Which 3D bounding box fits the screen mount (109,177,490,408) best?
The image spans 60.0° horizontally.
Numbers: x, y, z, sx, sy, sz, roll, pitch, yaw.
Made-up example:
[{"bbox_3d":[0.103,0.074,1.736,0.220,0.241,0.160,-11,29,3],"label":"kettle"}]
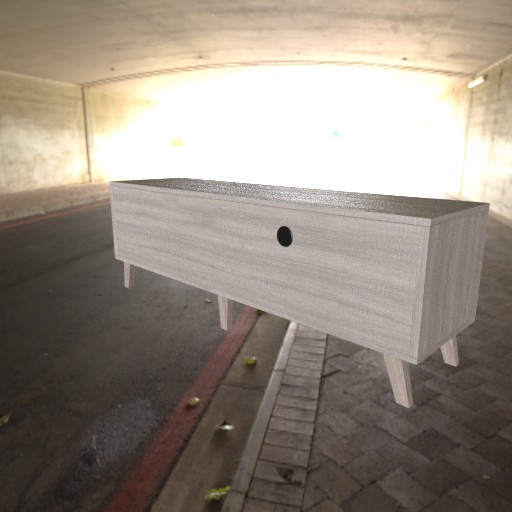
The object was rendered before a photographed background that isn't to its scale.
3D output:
[{"bbox_3d":[0.000,0.000,1.712,1.500,0.509,0.401,14,19,43],"label":"screen mount"}]
